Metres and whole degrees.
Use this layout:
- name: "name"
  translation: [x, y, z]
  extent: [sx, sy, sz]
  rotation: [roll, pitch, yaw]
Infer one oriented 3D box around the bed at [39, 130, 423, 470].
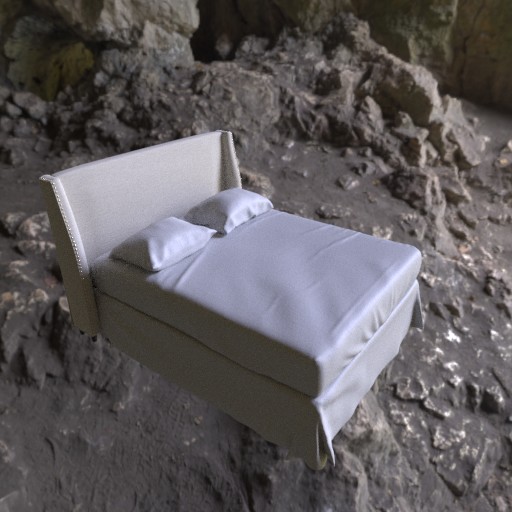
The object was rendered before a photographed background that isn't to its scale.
- name: "bed"
  translation: [0.000, 0.000, 3.361]
  extent: [2.276, 1.332, 1.925]
  rotation: [19, 33, 32]
